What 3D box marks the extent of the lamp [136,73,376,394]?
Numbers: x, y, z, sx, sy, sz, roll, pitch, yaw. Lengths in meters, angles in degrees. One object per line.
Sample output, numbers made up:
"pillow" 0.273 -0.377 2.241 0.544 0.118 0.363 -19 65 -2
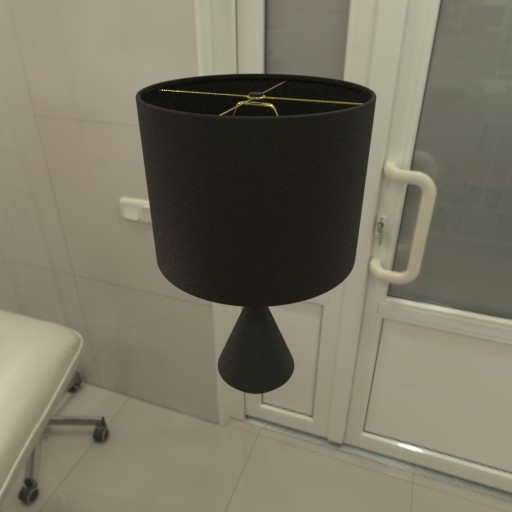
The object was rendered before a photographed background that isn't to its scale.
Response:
"lamp" 0.000 0.000 0.823 0.359 0.584 0.359 10 32 17
